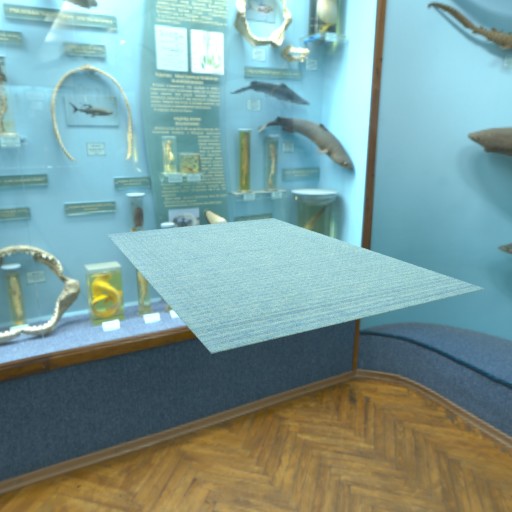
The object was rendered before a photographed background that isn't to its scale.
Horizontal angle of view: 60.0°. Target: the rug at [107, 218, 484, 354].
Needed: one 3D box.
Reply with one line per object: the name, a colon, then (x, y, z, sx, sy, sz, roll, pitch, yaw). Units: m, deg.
rug: (0.000, 0.000, 3.798, 1.982, 0.006, 2.895, -8, 17, -26)
